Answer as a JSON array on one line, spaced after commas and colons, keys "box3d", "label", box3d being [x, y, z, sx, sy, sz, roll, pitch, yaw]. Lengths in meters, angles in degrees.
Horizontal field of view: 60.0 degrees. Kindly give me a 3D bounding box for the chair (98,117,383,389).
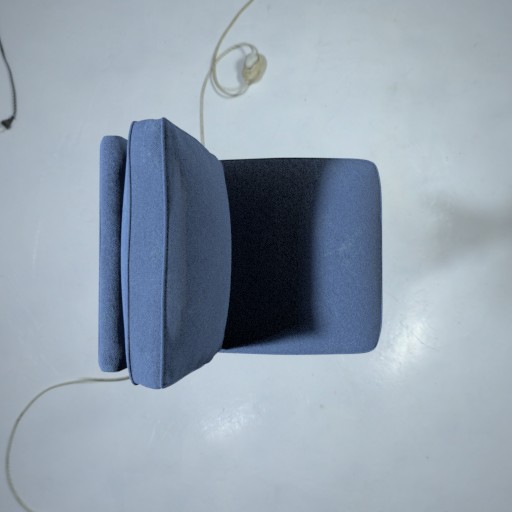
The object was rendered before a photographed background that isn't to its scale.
[{"box3d": [0.000, 0.000, 1.647, 0.912, 1.052, 0.724, 0, 89, 0], "label": "chair"}]
